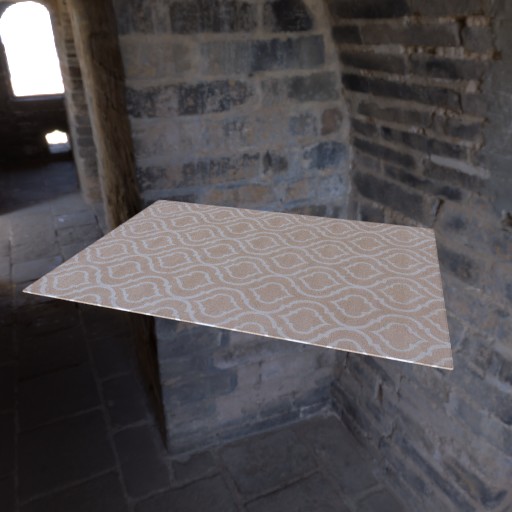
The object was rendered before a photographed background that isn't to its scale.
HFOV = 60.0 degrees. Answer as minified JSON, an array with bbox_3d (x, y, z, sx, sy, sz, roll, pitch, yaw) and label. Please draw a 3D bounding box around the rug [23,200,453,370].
[{"bbox_3d":[0.000,0.000,2.724,2.134,0.010,1.524,8,27,15],"label":"rug"}]
